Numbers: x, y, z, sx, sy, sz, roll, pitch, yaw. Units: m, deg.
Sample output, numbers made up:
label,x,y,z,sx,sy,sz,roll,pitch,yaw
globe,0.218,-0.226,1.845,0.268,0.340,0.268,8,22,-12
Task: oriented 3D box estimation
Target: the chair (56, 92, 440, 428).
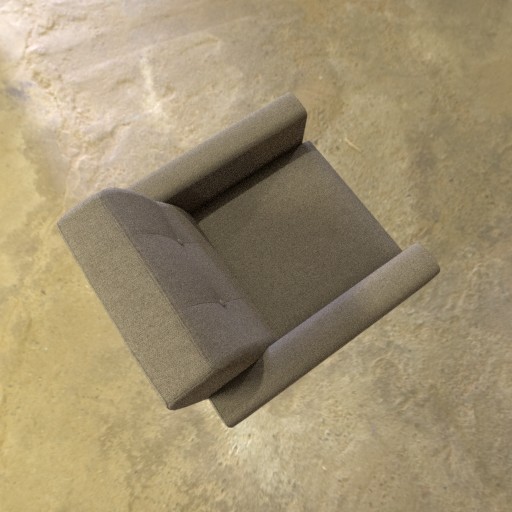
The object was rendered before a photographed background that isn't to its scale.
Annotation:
label,x,y,z,sx,sy,sz,roll,pitch,yaw
chair,0.000,0.000,1.533,0.907,0.839,0.831,-34,76,-10
